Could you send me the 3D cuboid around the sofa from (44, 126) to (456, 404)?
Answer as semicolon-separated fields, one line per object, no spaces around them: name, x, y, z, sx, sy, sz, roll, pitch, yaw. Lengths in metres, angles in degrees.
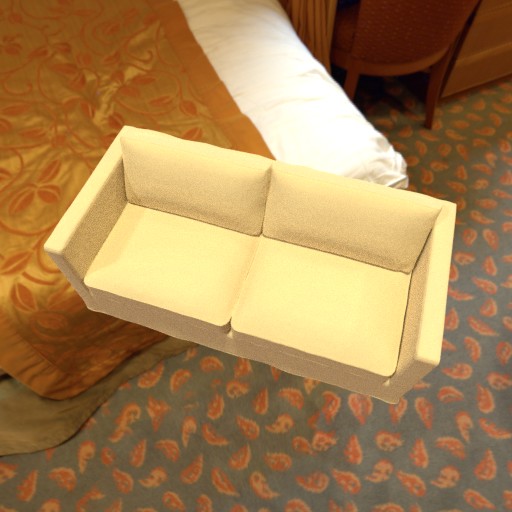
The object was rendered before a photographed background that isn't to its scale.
sofa;0.000;0.000;2.532;1.987;0.870;0.940;15;60;9
